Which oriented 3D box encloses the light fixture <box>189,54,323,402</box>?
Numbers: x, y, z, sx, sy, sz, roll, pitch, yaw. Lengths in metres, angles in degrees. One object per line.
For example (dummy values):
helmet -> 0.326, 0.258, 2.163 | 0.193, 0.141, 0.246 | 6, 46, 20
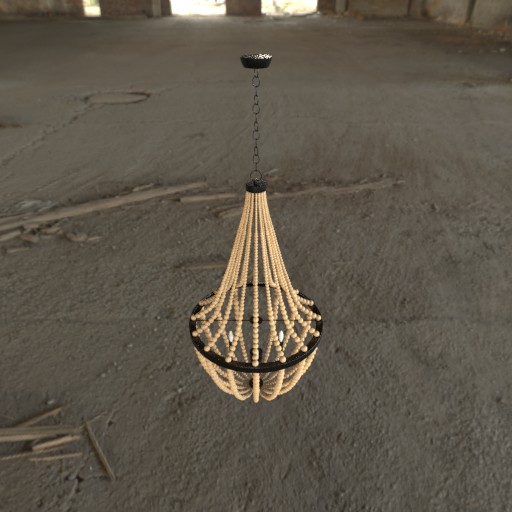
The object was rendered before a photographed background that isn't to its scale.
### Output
light fixture -> 0.000, 0.000, 1.370 | 0.450, 1.133, 0.450 | 0, 31, 0
